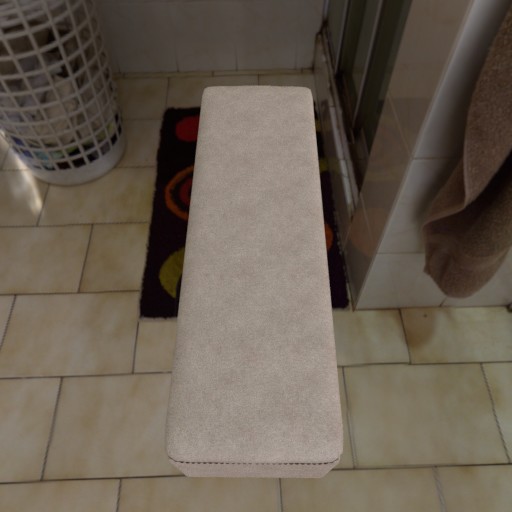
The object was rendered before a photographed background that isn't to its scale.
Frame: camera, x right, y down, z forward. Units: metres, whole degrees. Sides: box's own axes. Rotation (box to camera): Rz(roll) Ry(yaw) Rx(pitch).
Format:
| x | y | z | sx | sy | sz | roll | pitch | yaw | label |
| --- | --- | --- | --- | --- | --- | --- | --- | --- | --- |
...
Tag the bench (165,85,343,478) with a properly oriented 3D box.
| x | y | z | sx | sy | sz | roll | pitch | yaw | label |
| --- | --- | --- | --- | --- | --- | --- | --- | --- | --- |
| 0.000 | 0.000 | 1.680 | 0.470 | 0.447 | 1.482 | 0 | 58 | 0 | bench |
